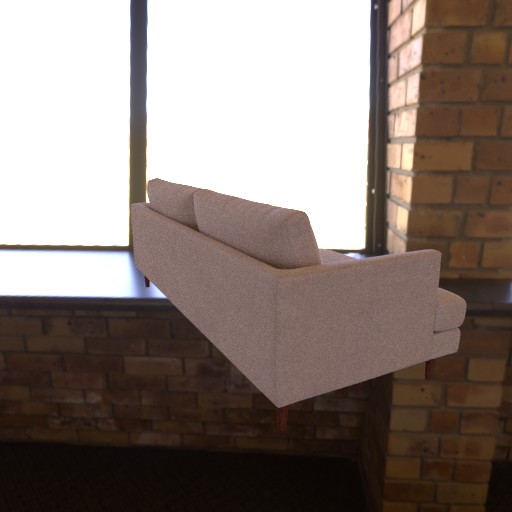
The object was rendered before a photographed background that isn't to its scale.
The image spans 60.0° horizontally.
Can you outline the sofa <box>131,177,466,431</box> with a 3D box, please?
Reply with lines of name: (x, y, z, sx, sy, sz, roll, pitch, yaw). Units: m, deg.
sofa: (0.000, 0.000, 2.756, 1.020, 0.868, 2.250, -7, 16, -27)
